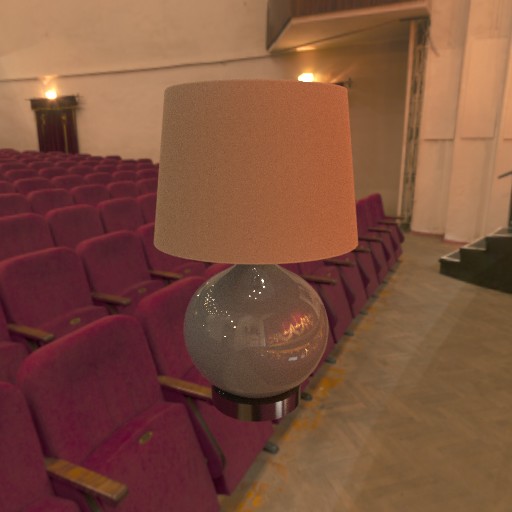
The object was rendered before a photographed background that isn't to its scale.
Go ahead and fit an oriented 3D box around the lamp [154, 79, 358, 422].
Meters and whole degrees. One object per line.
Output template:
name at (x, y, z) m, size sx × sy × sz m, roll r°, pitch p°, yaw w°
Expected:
lamp at (0.000, 0.000, 0.553) m, size 0.247 × 0.387 × 0.247 m, roll 0°, pitch 14°, yaw 0°
